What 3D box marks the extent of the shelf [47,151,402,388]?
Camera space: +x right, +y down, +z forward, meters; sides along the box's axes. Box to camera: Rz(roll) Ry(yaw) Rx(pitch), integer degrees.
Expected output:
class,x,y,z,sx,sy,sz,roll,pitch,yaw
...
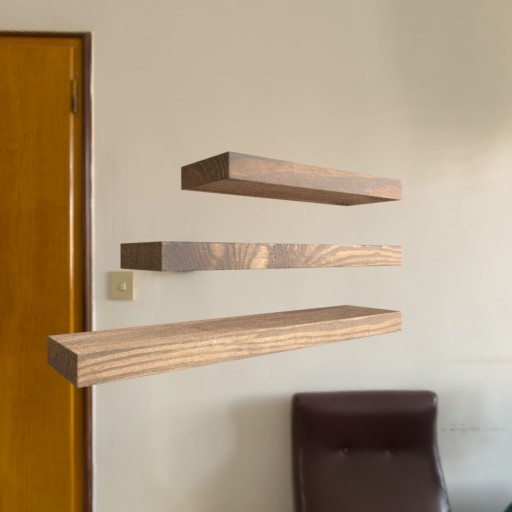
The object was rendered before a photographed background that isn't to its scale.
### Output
class,x,y,z,sx,sy,sz,roll,pitch,yaw
shelf,0.000,0.000,0.733,0.610,0.293,0.140,0,0,-37
